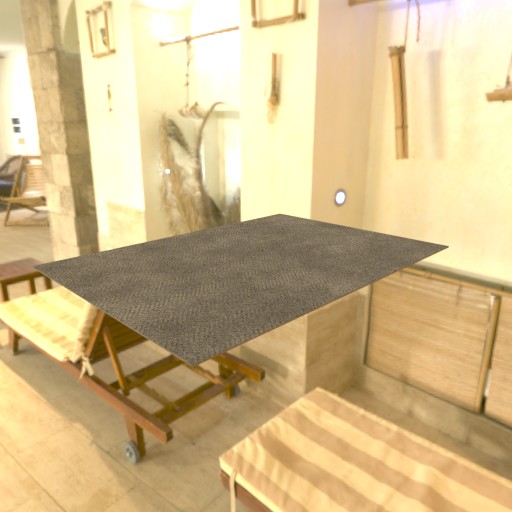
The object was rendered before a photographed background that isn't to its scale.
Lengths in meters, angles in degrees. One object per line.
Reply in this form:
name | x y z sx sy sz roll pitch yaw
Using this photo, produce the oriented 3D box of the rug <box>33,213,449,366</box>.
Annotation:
rug | 0.000 0.000 2.895 2.235 0.008 1.600 -16 23 -42
